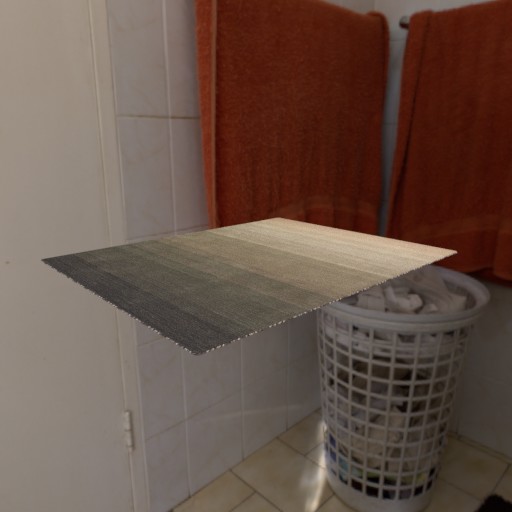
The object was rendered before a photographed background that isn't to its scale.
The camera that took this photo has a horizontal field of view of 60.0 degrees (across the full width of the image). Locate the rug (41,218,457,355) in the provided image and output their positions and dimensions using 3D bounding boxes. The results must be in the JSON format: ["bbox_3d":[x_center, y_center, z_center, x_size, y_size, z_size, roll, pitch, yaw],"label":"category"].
[{"bbox_3d":[0.000,0.000,3.912,2.902,0.017,2.305,-14,21,-41],"label":"rug"}]
